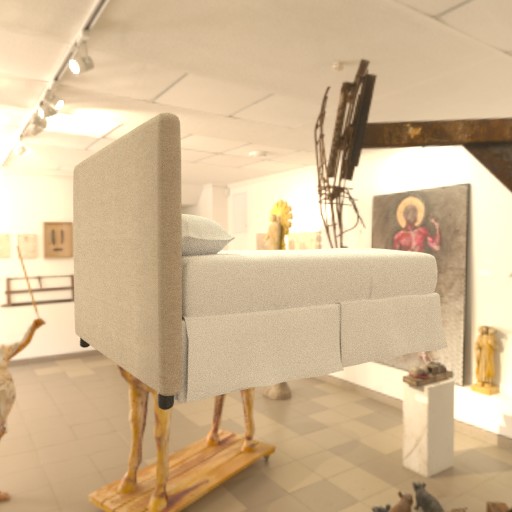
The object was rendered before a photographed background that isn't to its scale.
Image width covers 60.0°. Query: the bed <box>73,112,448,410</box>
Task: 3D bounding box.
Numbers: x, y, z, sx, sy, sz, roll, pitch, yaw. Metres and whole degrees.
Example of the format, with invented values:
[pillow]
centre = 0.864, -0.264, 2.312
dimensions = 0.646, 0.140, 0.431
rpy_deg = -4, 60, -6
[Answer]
[bed]
centre = 0.000, 0.000, 3.191
dimensions = 2.162, 1.330, 1.713
rpy_deg = -1, 2, -35
